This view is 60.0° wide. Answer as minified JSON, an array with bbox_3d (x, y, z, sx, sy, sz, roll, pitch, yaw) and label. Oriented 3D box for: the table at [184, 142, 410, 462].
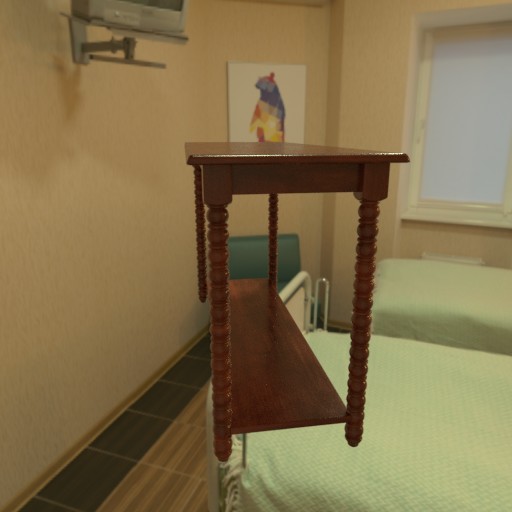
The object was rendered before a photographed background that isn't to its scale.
[{"bbox_3d":[0.000,0.000,1.532,0.459,0.740,1.184,-2,16,-9],"label":"table"}]
